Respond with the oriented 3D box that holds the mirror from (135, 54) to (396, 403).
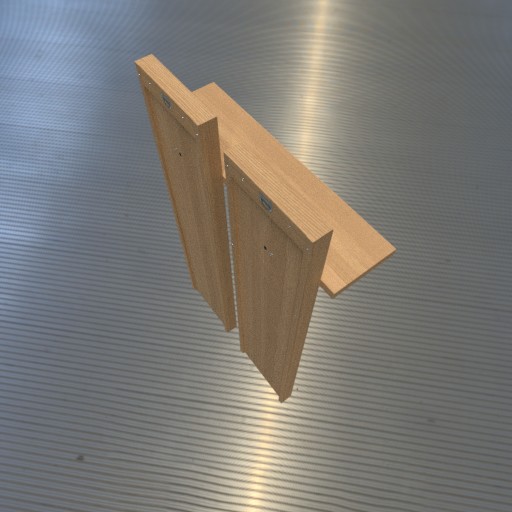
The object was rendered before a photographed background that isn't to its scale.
[{"bbox_3d":[0.000,0.000,1.570,0.260,1.250,0.800,-33,64,-19],"label":"mirror"}]
